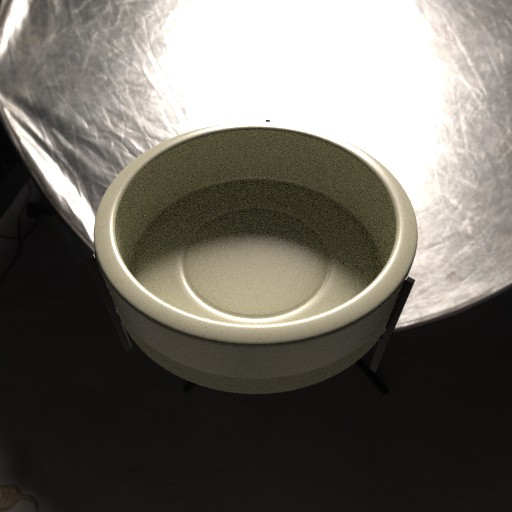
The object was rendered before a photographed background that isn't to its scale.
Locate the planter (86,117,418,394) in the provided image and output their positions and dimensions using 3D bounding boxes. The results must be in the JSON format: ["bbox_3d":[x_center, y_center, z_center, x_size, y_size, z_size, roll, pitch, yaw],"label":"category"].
[{"bbox_3d":[0.000,0.000,0.534,0.336,0.171,0.345,4,48,4],"label":"planter"}]
